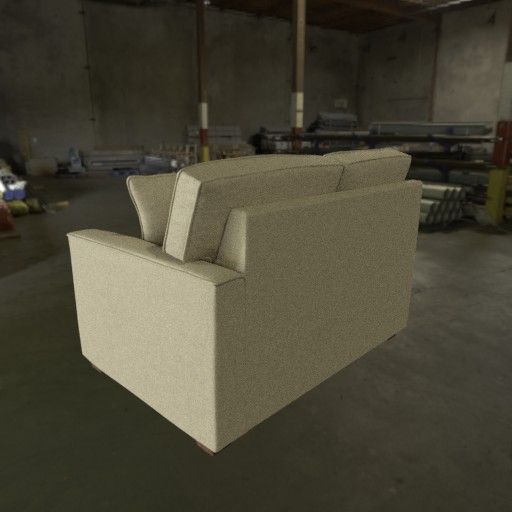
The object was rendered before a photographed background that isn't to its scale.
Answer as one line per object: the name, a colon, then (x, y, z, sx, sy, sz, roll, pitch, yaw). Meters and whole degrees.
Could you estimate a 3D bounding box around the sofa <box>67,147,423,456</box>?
sofa: (0.000, 0.000, 2.110, 0.991, 0.989, 1.388, 14, 21, 42)
